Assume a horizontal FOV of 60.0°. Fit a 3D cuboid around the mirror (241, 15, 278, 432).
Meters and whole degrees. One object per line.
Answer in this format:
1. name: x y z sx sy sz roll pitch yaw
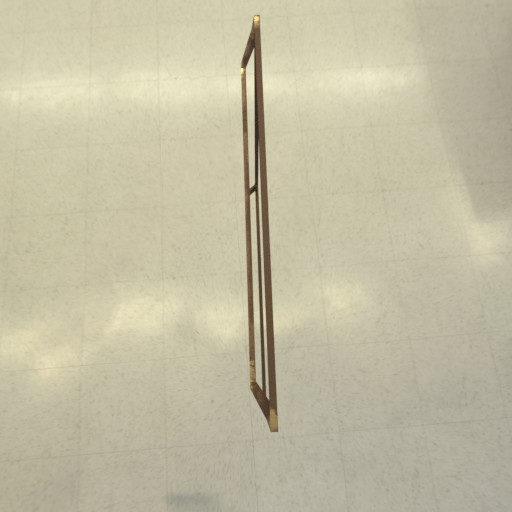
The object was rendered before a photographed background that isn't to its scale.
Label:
1. mirror: 0.000 0.000 0.903 0.032 0.610 0.610 -2 74 -1
